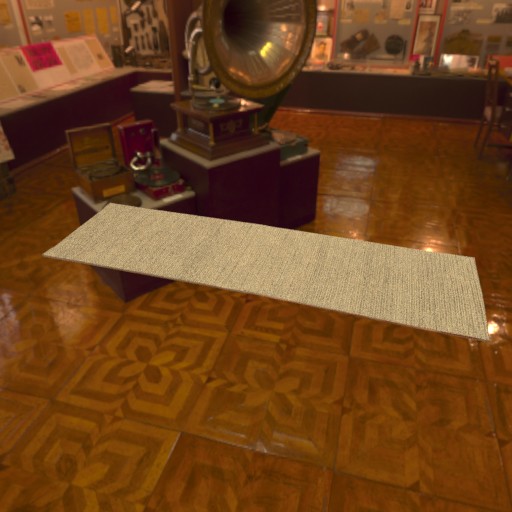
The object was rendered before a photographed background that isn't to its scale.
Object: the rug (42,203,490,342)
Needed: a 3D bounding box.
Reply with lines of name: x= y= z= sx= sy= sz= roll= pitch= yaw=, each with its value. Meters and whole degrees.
rug: x=0.000 y=0.000 z=2.458 sx=2.320 sy=0.032 sz=0.692 roll=10 pitch=33 yaw=15
